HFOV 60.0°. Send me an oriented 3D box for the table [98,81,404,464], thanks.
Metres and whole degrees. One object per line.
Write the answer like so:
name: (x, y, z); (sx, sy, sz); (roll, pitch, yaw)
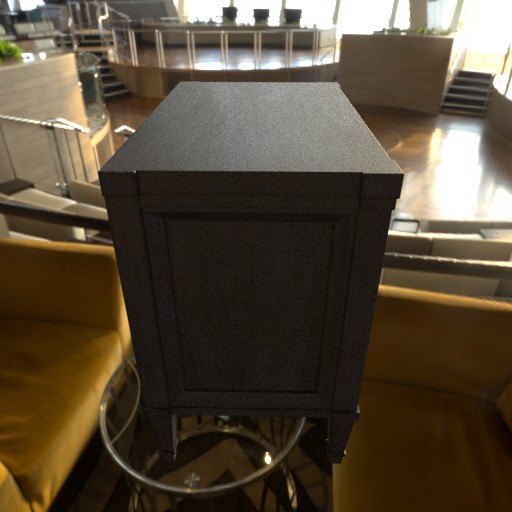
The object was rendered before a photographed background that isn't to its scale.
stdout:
table: (0.000, 0.000, 1.044); (0.413, 0.660, 0.660); (1, 31, 1)
